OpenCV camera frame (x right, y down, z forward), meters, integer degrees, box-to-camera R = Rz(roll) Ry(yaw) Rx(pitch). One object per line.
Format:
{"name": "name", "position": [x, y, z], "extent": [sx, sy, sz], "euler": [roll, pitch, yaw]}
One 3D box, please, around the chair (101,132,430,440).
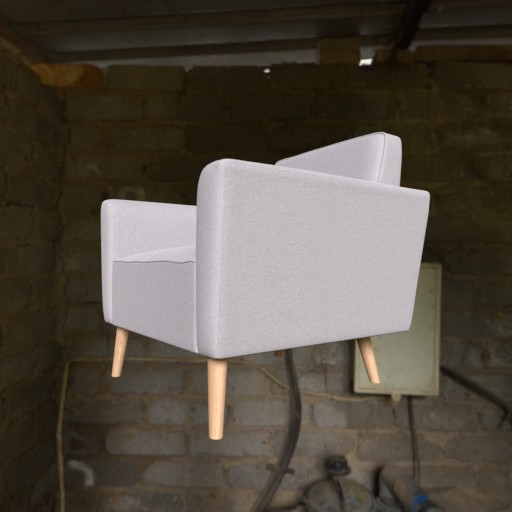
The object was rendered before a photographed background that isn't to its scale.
{"name": "chair", "position": [0.000, 0.000, 1.394], "extent": [0.750, 0.780, 0.780], "euler": [1, -1, -36]}
